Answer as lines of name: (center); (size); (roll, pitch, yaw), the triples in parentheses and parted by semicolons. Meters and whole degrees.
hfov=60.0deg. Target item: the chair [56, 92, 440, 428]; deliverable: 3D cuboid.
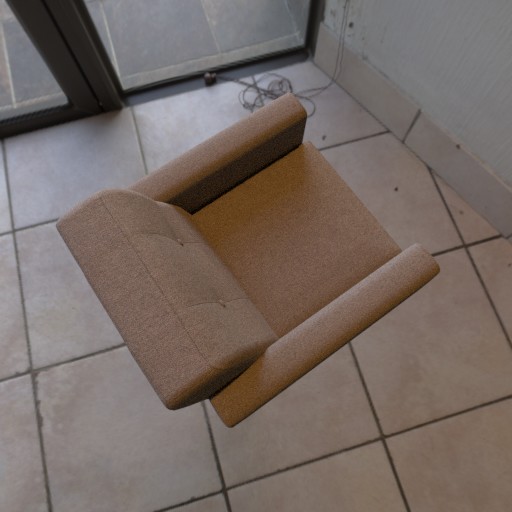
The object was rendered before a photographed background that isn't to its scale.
chair: (0.000, 0.000, 1.533); (0.907, 0.839, 0.831); (-34, 76, -10)
